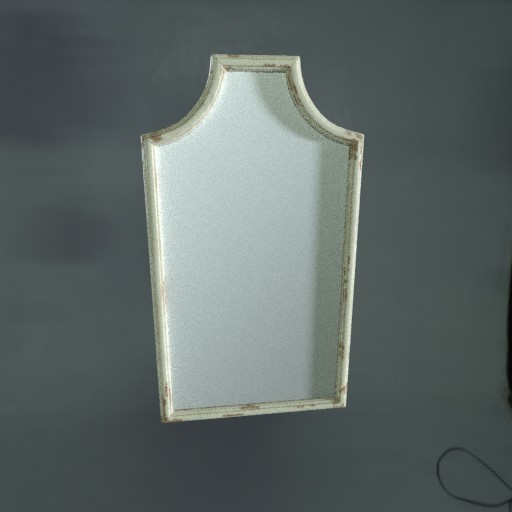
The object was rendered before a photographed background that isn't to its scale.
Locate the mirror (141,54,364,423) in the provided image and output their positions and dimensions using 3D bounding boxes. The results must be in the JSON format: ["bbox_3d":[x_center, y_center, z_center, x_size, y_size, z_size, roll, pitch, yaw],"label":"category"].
[{"bbox_3d":[0.000,0.000,0.862,0.403,0.717,0.022,-2,17,-8],"label":"mirror"}]
